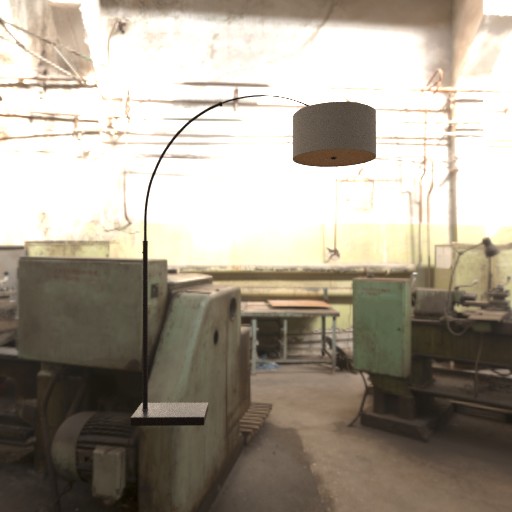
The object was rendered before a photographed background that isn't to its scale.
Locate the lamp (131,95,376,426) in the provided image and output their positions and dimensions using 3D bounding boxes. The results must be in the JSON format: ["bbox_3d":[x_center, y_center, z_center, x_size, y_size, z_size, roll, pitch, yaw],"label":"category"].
[{"bbox_3d":[0.000,0.000,2.649,1.424,1.927,0.493,0,0,-1],"label":"lamp"}]
